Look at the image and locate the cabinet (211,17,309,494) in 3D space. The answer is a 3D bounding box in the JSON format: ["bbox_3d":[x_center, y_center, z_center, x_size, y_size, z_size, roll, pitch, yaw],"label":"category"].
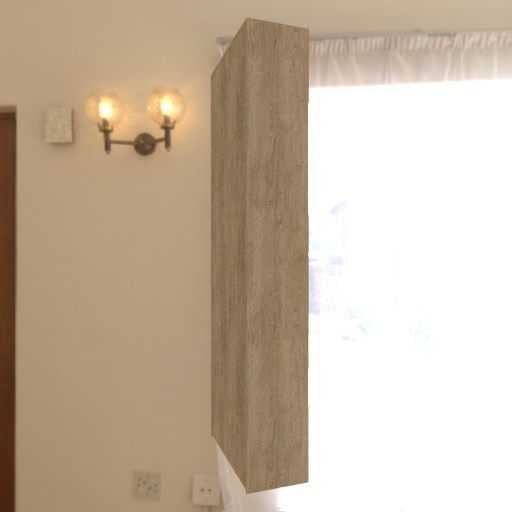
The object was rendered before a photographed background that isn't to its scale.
[{"bbox_3d":[0.000,0.000,1.801,0.250,1.630,0.520,0,0,-19],"label":"cabinet"}]
